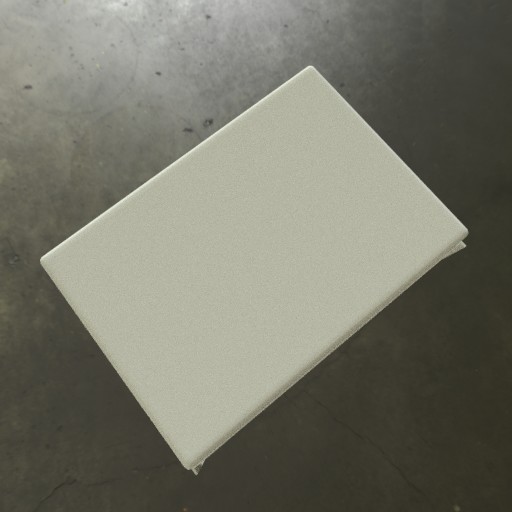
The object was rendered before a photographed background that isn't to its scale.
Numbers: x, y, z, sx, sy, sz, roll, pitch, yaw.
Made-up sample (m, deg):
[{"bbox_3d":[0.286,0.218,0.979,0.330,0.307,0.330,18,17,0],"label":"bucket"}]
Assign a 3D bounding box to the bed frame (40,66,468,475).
[{"bbox_3d":[0.000,0.000,2.608,1.945,0.497,1.445,-38,80,-8],"label":"bed frame"}]
